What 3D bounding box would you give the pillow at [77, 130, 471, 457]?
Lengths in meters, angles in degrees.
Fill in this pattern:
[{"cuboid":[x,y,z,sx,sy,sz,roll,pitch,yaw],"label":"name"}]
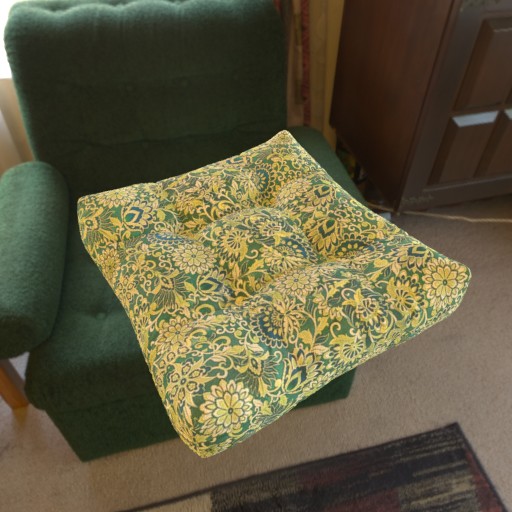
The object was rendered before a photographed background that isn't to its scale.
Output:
[{"cuboid":[0.000,0.000,0.730,0.468,0.128,0.490,-23,49,-22],"label":"pillow"}]
